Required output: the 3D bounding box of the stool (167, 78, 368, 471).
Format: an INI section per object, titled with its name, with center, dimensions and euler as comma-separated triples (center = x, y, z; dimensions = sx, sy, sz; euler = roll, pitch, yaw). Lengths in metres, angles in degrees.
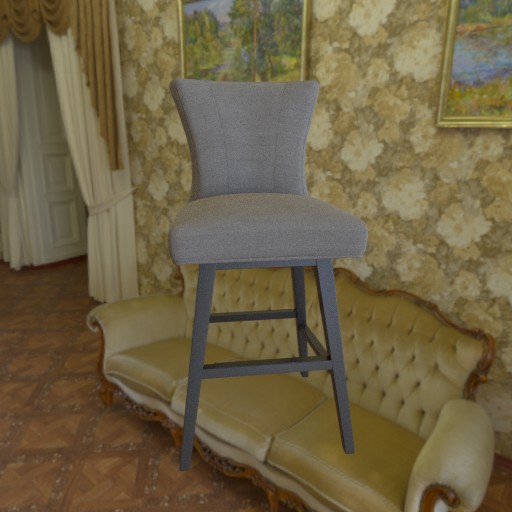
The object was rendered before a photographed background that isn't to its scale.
[stool]
center = 0.000, 0.000, 1.398
dimensions = 0.514, 1.086, 0.574
euler = -2, 16, -8
